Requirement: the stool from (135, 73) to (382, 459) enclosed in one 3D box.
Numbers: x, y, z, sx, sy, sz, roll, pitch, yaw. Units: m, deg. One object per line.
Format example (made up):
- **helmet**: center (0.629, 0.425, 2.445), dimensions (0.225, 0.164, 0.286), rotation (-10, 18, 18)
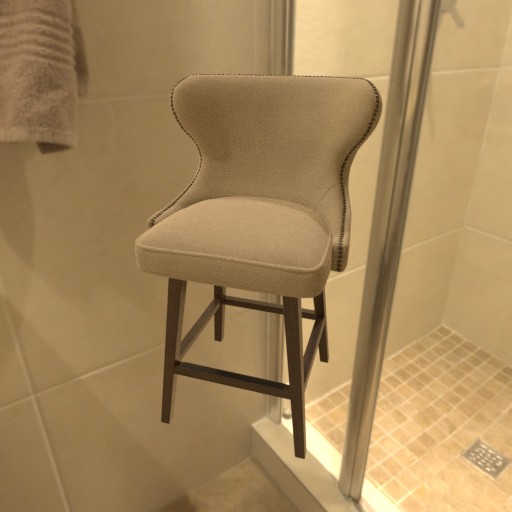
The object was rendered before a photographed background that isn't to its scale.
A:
- **stool**: center (0.000, 0.000, 1.325), dimensions (0.615, 0.972, 0.597), rotation (8, 28, 16)
